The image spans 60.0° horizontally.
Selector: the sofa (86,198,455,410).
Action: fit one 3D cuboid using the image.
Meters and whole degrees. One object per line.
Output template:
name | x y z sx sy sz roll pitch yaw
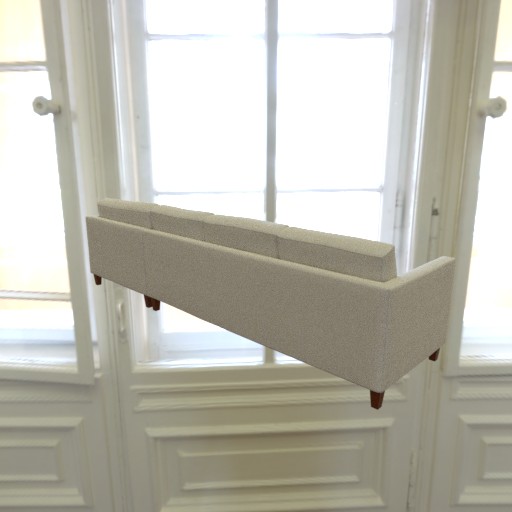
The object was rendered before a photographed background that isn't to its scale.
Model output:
sofa | 0.000 0.000 4.085 3.471 0.954 1.599 13 19 42
